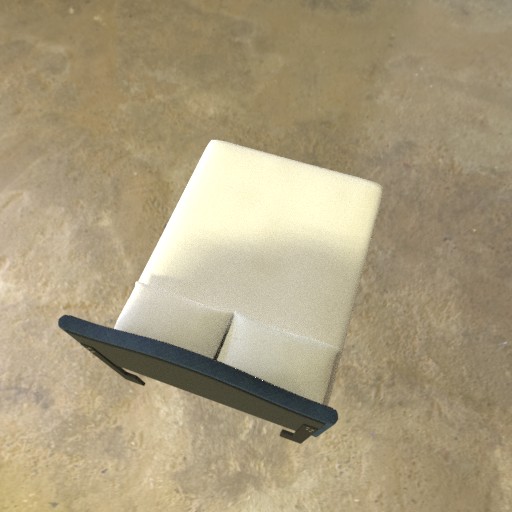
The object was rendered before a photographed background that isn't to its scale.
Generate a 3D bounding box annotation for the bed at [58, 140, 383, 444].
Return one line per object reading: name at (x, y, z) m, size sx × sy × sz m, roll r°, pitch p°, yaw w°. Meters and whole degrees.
bed at (0.000, 0.000, 3.346) m, size 1.713 × 1.518 × 2.153 m, roll 17°, pitch 64°, yaw 8°
